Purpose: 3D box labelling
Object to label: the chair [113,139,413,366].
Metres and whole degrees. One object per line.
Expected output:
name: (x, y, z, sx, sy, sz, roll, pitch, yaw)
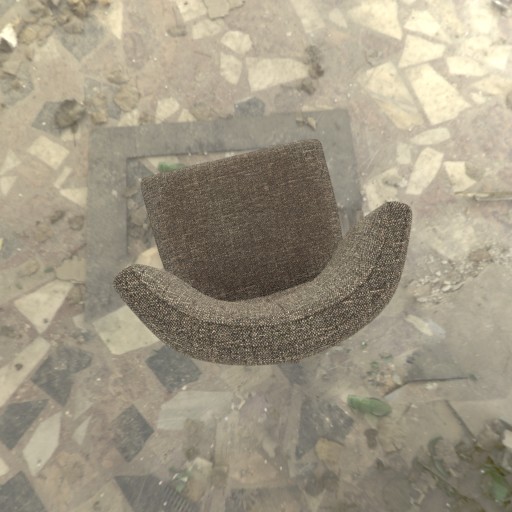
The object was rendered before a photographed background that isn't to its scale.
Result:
chair: (0.000, 0.000, 1.262, 0.611, 0.824, 0.617, -14, 77, -3)
